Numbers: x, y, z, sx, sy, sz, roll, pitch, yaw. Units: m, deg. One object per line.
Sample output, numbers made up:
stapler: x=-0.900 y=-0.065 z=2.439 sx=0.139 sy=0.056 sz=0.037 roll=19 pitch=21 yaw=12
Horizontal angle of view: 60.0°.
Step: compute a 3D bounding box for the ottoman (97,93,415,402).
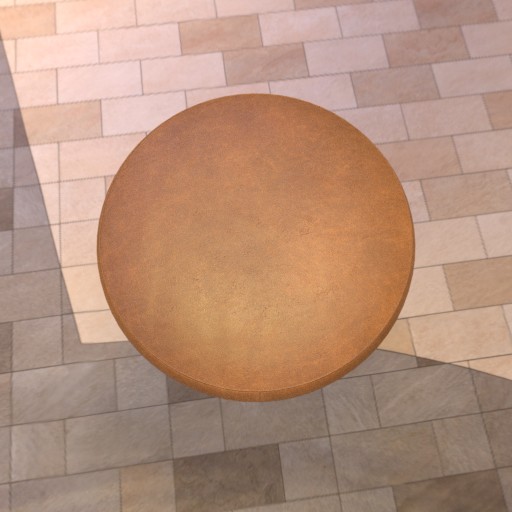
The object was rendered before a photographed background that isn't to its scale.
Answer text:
ottoman: x=0.000 y=0.000 z=0.986 sx=0.607 sy=0.438 sz=0.607 roll=0 pitch=74 yaw=0
